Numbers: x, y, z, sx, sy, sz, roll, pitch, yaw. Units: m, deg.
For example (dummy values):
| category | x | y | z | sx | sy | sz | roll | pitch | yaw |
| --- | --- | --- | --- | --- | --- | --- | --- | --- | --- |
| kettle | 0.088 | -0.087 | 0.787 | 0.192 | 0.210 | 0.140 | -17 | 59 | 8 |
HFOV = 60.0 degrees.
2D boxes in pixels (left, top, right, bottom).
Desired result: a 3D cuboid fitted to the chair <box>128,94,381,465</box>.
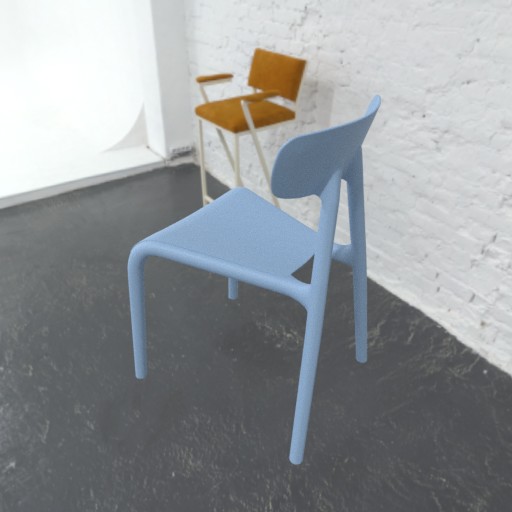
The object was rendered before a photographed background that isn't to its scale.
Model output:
| category | x | y | z | sx | sy | sz | roll | pitch | yaw |
| --- | --- | --- | --- | --- | --- | --- | --- | --- | --- |
| chair | 0.000 | 0.000 | 0.836 | 0.401 | 0.580 | 0.356 | 20 | 38 | 28 |
